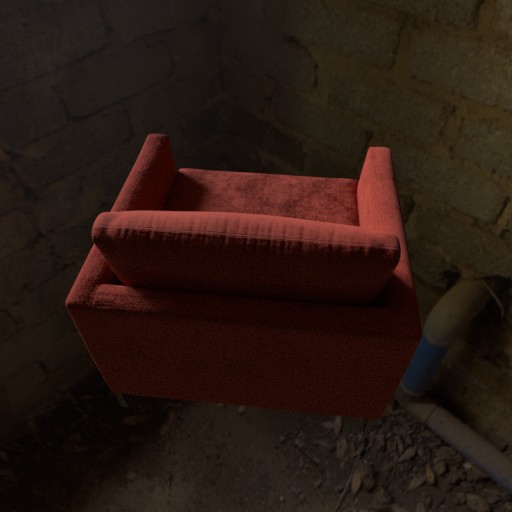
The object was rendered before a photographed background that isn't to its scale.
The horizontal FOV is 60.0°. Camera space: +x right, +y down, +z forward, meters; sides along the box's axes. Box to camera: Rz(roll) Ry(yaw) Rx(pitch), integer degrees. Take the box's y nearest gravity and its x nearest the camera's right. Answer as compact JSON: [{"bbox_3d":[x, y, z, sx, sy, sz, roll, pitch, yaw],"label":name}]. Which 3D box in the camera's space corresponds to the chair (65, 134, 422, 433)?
[{"bbox_3d":[0.000,0.000,1.581,0.964,0.812,0.875,4,47,4],"label":"chair"}]
